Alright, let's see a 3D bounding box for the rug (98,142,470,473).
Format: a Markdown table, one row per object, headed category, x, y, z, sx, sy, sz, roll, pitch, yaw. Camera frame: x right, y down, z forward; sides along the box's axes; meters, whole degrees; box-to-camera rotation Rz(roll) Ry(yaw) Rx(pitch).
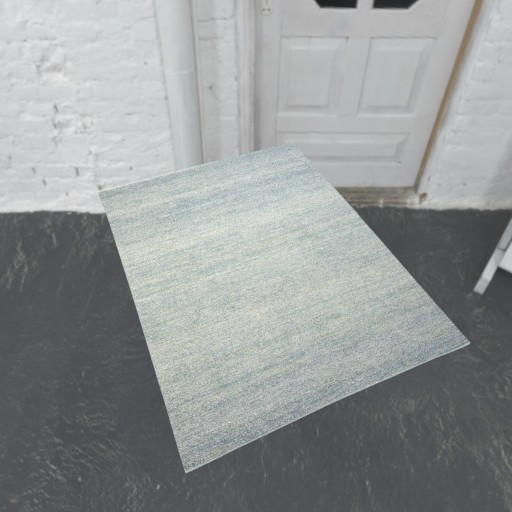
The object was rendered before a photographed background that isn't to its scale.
| category | x | y | z | sx | sy | sz | roll | pitch | yaw |
| --- | --- | --- | --- | --- | --- | --- | --- | --- | --- |
| rug | 0.000 | 0.000 | 4.305 | 2.461 | 0.046 | 3.237 | -18 | 50 | -16 |
